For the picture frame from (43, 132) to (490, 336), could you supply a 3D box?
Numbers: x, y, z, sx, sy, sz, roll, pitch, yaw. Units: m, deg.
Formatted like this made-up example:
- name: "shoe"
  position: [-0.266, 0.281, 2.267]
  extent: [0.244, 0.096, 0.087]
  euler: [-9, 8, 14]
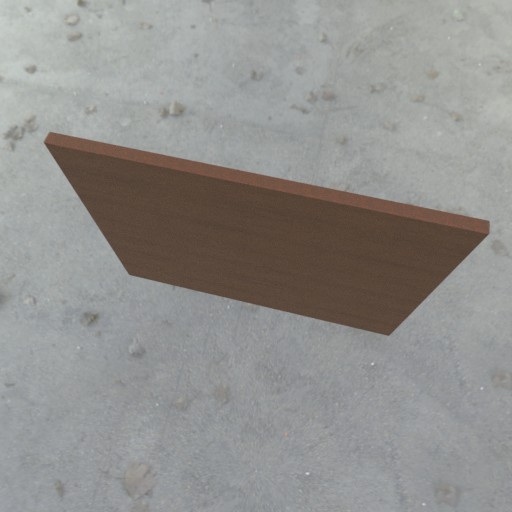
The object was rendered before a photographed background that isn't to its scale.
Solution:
- name: "picture frame"
  position: [0.000, 0.000, 1.750]
  extent: [1.329, 1.018, 0.045]
  euler: [13, 65, 6]
